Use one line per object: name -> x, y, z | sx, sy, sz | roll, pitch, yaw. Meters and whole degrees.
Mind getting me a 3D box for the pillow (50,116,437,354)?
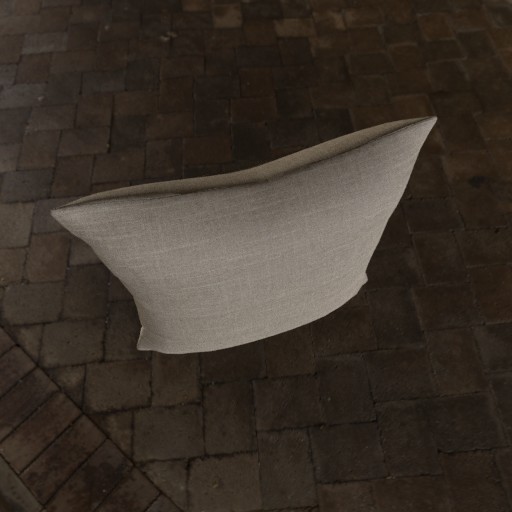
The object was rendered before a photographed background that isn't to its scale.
pillow -> 0.000, 0.000, 0.618 | 0.424, 0.400, 0.169 | -16, 61, -9
